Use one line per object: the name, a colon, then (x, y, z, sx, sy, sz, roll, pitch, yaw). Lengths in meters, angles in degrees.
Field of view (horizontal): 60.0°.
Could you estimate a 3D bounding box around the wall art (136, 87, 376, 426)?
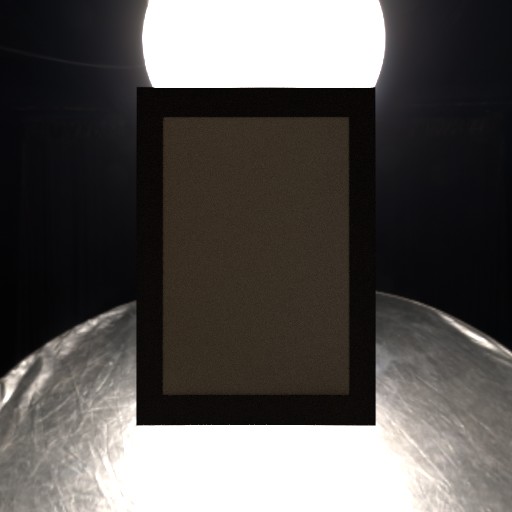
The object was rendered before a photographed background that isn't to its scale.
wall art: (0.000, 0.000, 0.670, 0.359, 0.508, 0.013, 0, 0, 0)
